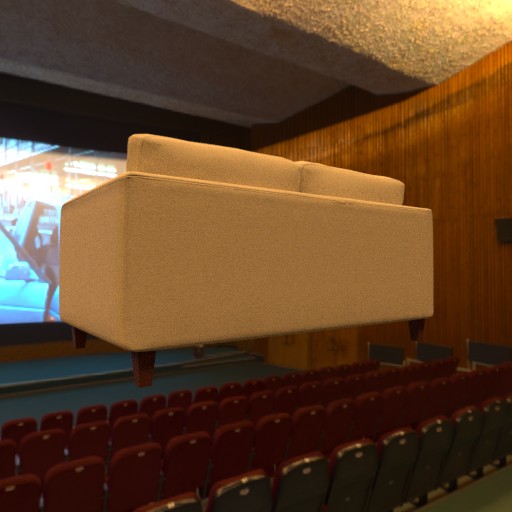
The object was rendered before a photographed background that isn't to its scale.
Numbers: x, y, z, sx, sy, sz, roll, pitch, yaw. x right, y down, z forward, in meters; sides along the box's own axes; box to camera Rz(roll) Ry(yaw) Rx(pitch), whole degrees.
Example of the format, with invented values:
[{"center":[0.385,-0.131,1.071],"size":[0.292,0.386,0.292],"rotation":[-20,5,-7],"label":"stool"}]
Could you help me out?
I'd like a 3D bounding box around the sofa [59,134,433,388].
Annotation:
[{"center":[0.000,0.000,2.254],"size":[1.702,0.888,0.964],"rotation":[1,-1,-35],"label":"sofa"}]
